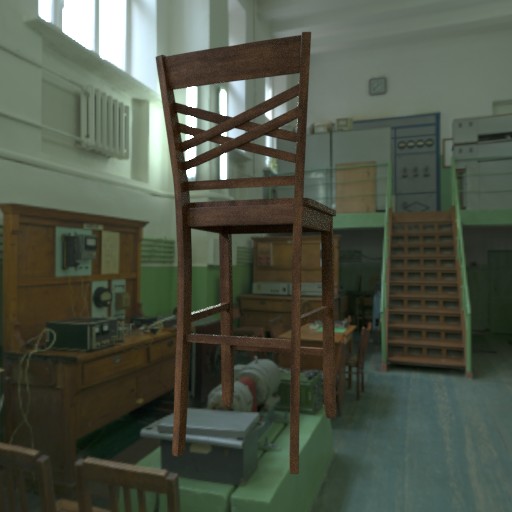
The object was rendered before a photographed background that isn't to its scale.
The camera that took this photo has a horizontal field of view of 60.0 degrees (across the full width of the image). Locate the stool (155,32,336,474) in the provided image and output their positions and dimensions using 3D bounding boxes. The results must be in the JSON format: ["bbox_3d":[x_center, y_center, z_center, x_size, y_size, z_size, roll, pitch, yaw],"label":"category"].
[{"bbox_3d":[0.000,0.000,1.369,0.433,1.105,0.487,0,0,18],"label":"stool"}]
